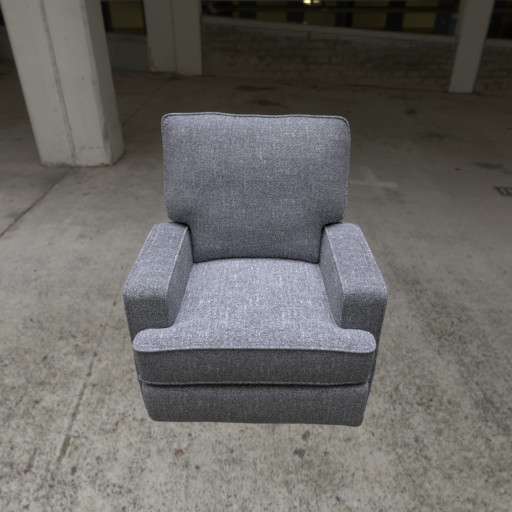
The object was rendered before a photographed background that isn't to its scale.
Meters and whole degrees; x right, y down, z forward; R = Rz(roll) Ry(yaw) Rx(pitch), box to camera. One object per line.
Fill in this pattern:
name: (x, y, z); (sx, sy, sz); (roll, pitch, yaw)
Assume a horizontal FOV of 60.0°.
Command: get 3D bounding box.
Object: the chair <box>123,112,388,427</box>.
chair: (0.000, 0.000, 1.724); (0.861, 0.962, 0.964); (0, 31, 0)
